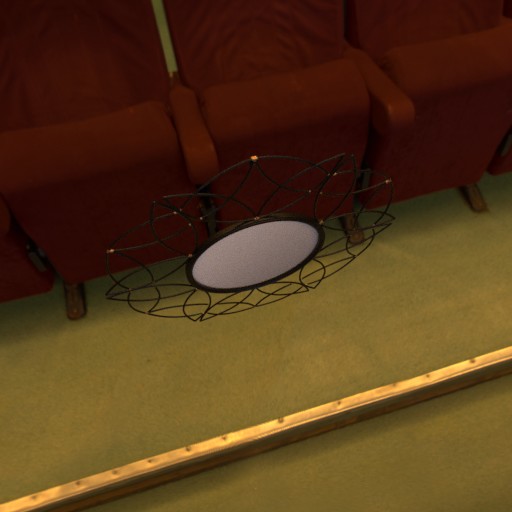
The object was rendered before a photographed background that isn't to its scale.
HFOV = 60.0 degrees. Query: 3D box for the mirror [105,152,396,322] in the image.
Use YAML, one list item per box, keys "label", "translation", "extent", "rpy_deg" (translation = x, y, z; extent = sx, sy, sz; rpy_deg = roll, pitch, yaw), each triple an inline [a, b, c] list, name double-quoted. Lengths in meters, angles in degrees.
- label: "mirror"
  translation: [0.000, 0.000, 1.175]
  extent: [0.797, 0.775, 0.028]
  rpy_deg: [-15, 63, -8]
